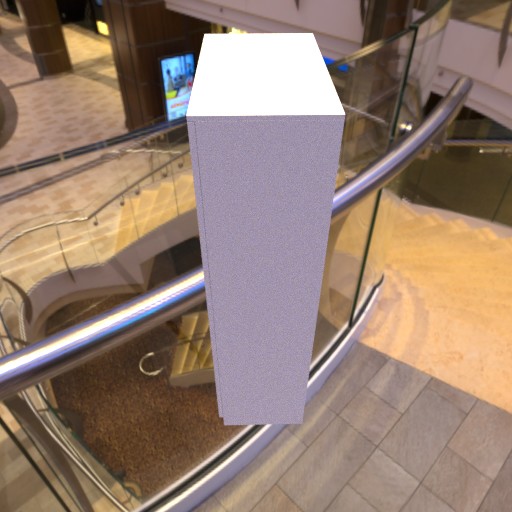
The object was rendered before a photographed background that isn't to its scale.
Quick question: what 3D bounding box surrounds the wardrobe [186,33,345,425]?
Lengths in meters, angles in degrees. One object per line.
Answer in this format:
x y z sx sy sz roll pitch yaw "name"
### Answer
0.000 0.000 2.051 0.470 1.700 0.760 -1 42 -1 "wardrobe"
